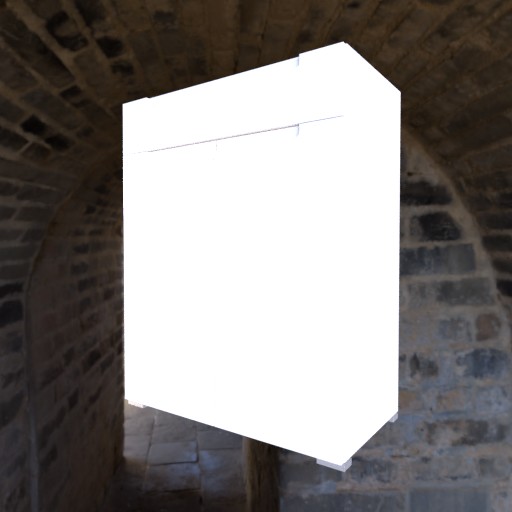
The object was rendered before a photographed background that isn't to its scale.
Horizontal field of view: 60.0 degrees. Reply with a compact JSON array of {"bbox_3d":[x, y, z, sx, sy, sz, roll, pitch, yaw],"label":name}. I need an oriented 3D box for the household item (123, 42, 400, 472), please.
[{"bbox_3d":[0.000,0.000,1.430,0.790,1.010,0.420,1,2,35],"label":"household item"}]
